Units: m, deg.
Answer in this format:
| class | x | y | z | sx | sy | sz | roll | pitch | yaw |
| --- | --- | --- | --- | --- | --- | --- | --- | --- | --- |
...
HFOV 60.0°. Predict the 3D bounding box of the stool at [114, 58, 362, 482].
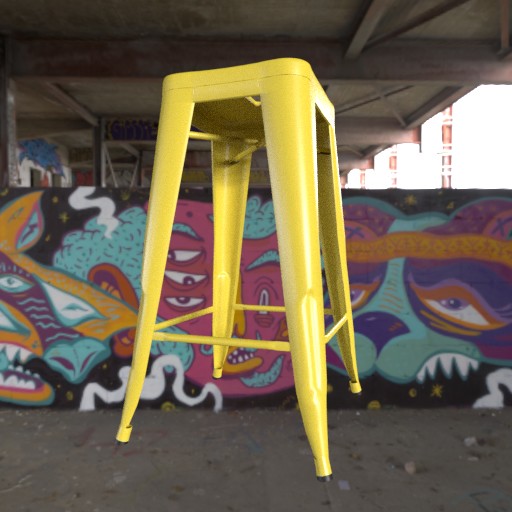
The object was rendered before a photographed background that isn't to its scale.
| class | x | y | z | sx | sy | sz | roll | pitch | yaw |
| --- | --- | --- | --- | --- | --- | --- | --- | --- | --- |
| stool | 0.000 | 0.000 | 0.839 | 0.359 | 0.609 | 0.399 | 1 | 2 | 19 |
